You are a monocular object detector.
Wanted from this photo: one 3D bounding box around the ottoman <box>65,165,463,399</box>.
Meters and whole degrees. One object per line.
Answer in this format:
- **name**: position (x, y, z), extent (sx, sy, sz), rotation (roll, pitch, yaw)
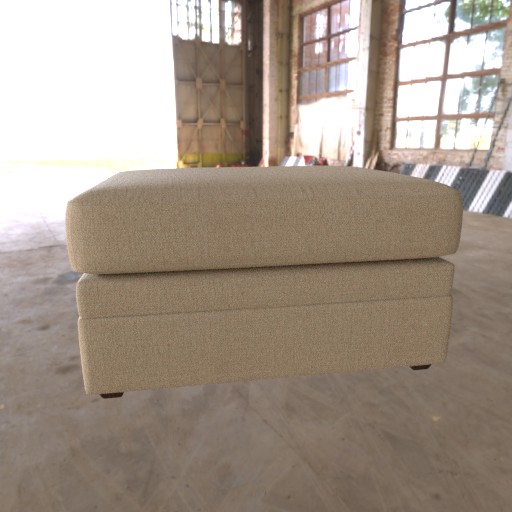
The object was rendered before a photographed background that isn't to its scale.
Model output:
- **ottoman**: position (0.000, 0.000, 1.245), extent (0.885, 0.478, 0.637), rotation (-3, 15, -9)
